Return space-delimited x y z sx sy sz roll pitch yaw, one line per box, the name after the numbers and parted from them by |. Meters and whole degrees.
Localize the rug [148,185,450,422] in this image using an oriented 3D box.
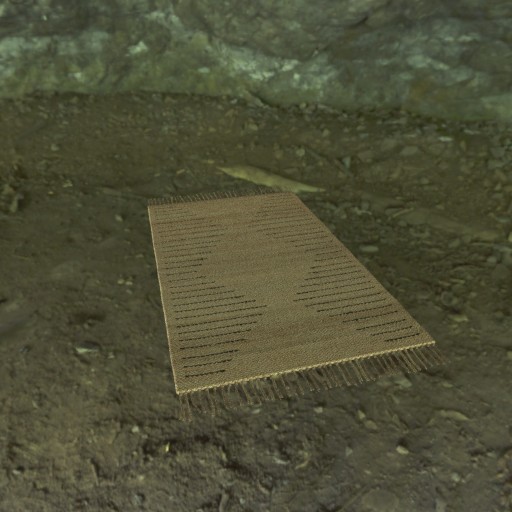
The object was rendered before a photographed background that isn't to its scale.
0.000 0.000 2.053 0.905 0.017 1.718 -8 30 -13 | rug
